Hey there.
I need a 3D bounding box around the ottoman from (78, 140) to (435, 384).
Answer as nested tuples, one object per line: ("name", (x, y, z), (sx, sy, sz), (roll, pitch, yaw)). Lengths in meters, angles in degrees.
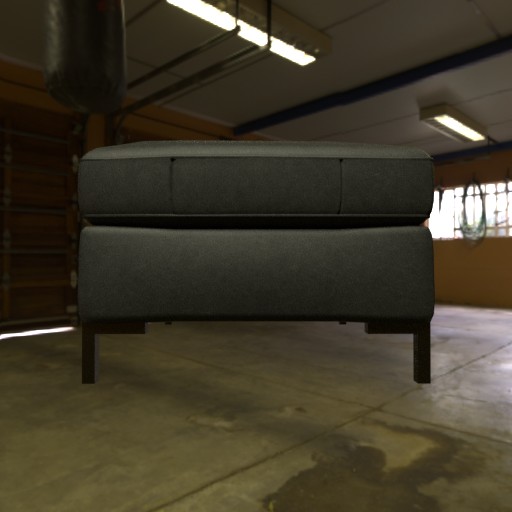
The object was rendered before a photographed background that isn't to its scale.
("ottoman", (0.000, 0.000, 1.757), (0.967, 0.696, 1.187), (0, -1, 0))
